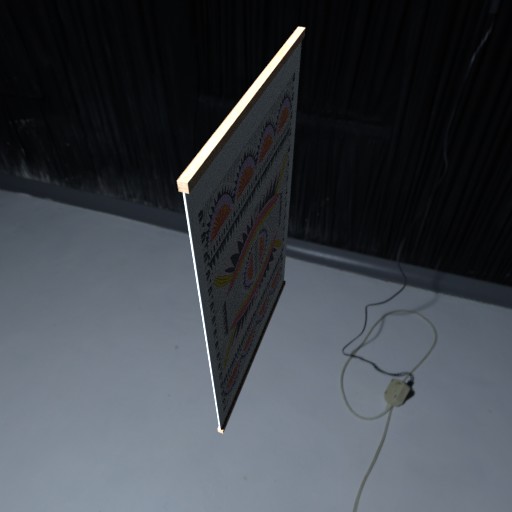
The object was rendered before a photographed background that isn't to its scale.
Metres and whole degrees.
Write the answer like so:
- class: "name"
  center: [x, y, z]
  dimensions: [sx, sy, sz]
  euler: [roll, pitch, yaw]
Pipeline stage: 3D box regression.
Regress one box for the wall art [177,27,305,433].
- class: "wall art"
  center: [0.000, 0.000, 1.921]
  dimensions: [0.028, 1.533, 0.999]
  euler: [15, 49, 14]
